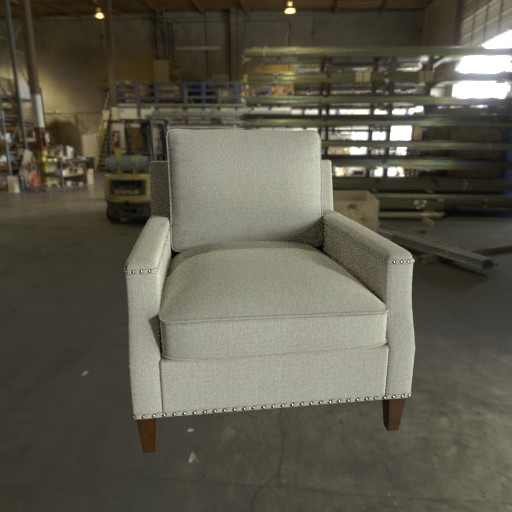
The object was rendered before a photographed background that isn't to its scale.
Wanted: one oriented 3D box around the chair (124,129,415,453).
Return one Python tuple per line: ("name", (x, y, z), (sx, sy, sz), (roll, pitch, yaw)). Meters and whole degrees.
("chair", (0.000, 0.000, 1.686), (0.853, 0.943, 1.014), (-2, 15, -7))
